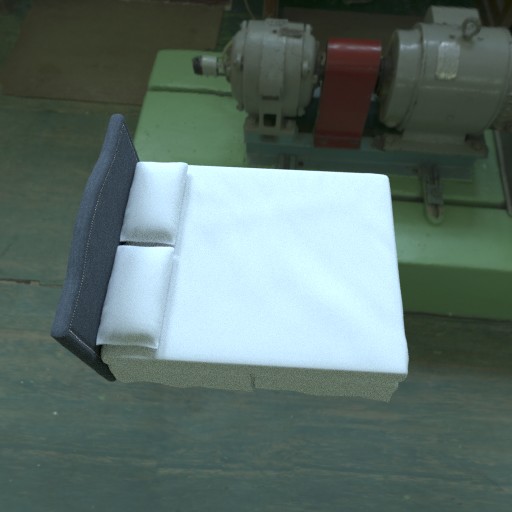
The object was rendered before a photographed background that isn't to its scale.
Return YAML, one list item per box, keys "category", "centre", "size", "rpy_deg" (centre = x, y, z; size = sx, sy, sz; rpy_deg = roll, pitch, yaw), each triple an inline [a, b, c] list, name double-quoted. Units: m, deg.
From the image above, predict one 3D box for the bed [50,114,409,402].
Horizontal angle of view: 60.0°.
- category: "bed"
  centre: [0.000, 0.000, 3.977]
  size: [2.689, 1.457, 2.161]
  rpy_deg: [3, 63, 2]
